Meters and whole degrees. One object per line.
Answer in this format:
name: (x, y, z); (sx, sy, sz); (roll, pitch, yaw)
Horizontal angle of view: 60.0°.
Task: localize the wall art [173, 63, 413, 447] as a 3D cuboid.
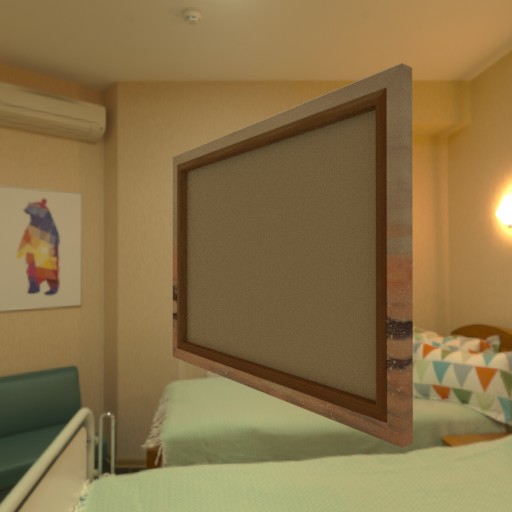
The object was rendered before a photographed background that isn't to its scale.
wall art: (0.000, 0.000, 1.292); (0.038, 0.763, 1.015); (0, 0, -37)
